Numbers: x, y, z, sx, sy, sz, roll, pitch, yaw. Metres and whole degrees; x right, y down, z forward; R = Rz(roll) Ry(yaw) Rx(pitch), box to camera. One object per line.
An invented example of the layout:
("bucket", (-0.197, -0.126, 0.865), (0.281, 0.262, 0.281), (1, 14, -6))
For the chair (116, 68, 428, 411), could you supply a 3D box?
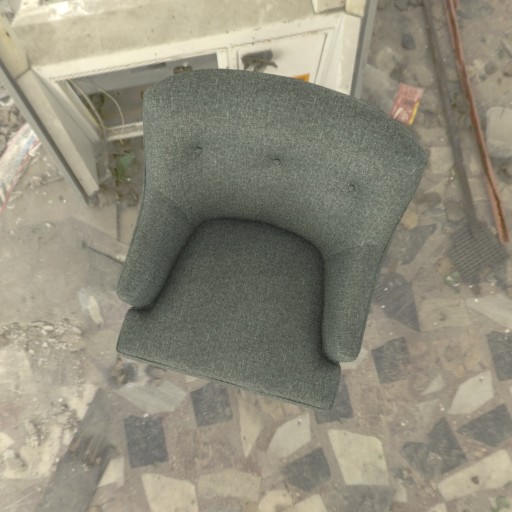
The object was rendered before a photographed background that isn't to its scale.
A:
("chair", (0.000, 0.000, 1.584), (0.864, 0.856, 0.923), (15, 78, 3))
